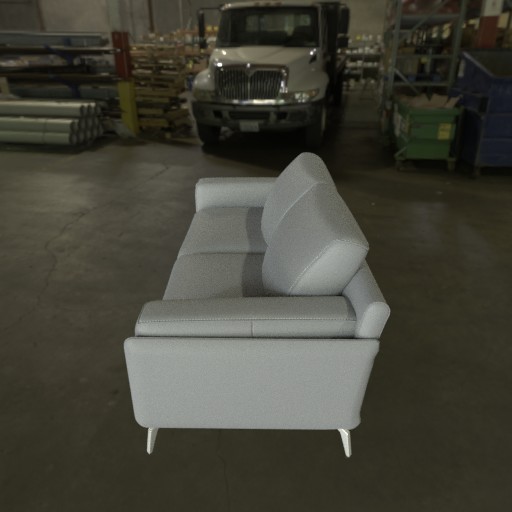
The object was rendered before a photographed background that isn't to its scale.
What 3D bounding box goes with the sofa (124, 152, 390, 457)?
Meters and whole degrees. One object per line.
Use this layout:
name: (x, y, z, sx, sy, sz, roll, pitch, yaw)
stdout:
sofa: (0.000, 0.000, 2.593, 0.969, 0.900, 2.100, 0, 26, 0)
